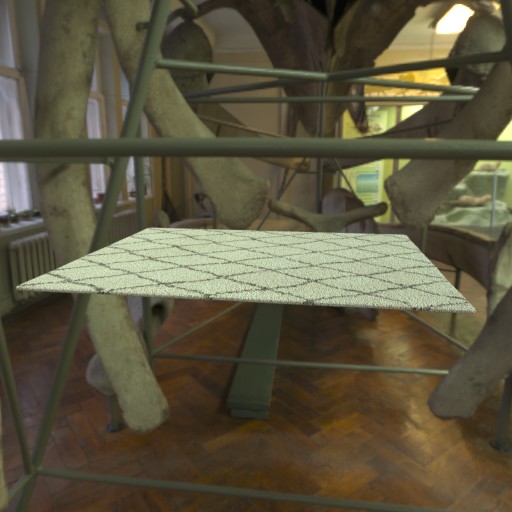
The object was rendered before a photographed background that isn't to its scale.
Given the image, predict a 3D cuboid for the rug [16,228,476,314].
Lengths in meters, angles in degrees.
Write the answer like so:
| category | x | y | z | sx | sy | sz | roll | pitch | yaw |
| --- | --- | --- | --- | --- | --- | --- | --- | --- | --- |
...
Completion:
| category | x | y | z | sx | sy | sz | roll | pitch | yaw |
| --- | --- | --- | --- | --- | --- | --- | --- | --- | --- |
| rug | 0.000 | 0.000 | 4.040 | 3.047 | 0.029 | 2.438 | 2 | 14 | 9 |
